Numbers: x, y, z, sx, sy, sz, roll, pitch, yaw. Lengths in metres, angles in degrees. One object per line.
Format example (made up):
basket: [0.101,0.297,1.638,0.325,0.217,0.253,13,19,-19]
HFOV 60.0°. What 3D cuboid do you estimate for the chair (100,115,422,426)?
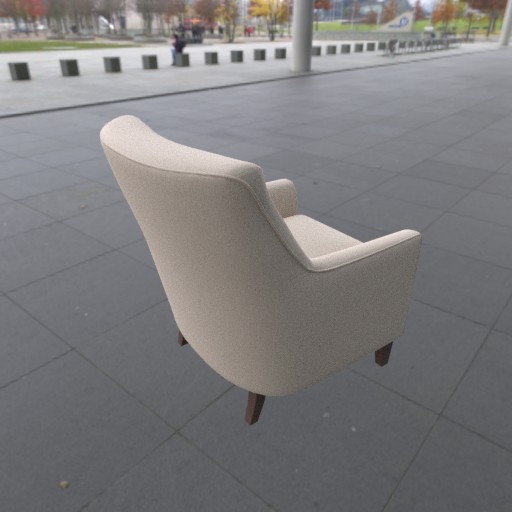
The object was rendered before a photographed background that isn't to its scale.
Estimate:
chair: [0.000,0.000,1.559,0.879,0.916,0.756,-18,32,-31]
